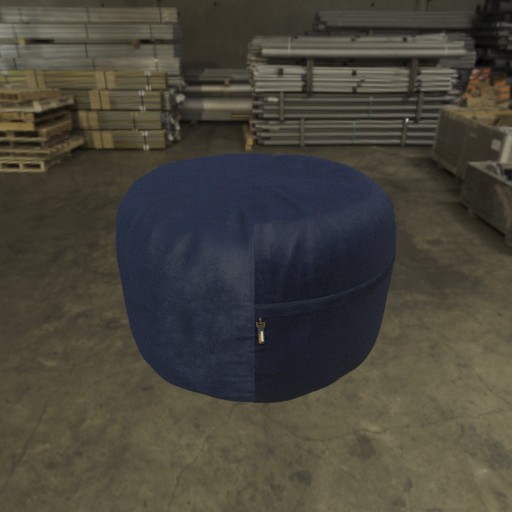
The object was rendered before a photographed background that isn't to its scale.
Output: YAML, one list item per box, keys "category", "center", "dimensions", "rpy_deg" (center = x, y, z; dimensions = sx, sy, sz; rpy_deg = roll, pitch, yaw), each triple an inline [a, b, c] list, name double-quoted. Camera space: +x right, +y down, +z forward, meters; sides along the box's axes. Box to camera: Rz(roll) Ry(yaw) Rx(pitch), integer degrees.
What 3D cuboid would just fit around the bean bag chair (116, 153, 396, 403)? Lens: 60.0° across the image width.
- category: "bean bag chair"
  center: [0.000, 0.000, 2.047]
  dimensions: [1.219, 0.762, 1.219]
  rpy_deg: [0, 26, 0]
